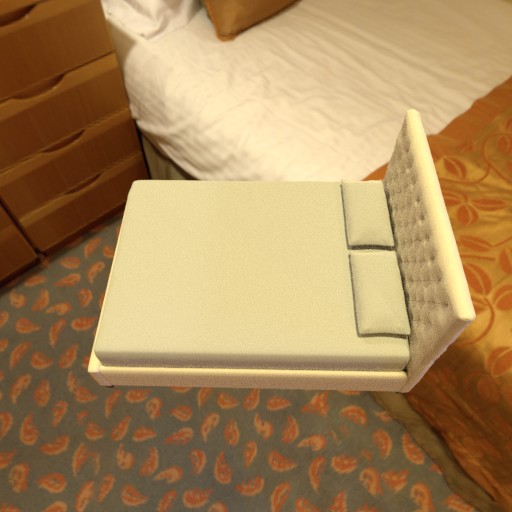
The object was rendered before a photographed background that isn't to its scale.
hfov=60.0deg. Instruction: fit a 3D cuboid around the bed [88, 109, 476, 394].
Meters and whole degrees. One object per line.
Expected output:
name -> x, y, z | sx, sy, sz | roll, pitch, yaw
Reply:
bed -> 0.000, 0.000, 3.370 | 2.387, 1.427, 1.698 | 1, 57, 1
